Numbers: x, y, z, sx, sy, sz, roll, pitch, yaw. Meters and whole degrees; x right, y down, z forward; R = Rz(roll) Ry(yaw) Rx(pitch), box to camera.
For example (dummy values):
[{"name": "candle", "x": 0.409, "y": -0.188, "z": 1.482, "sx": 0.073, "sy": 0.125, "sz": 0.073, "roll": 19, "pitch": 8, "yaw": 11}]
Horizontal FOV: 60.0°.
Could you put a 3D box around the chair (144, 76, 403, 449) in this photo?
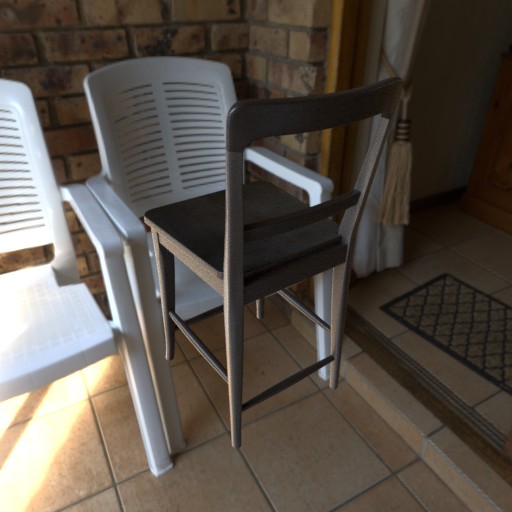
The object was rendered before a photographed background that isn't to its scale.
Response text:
[{"name": "chair", "x": 0.000, "y": 0.000, "z": 1.263, "sx": 0.450, "sy": 0.991, "sz": 0.546, "roll": -20, "pitch": 37, "yaw": -29}]
